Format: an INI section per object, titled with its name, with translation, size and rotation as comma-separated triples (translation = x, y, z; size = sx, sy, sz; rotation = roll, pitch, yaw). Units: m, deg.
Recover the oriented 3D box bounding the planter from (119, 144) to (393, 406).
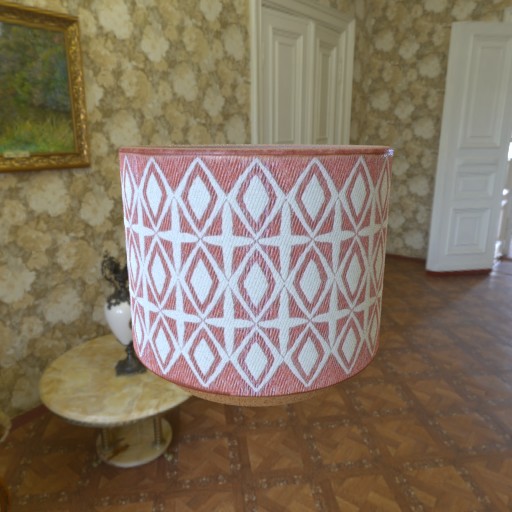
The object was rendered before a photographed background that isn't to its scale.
[planter]
translation = 0.000, 0.000, 0.490
size = 0.273, 0.237, 0.273
rotation = 0, 15, 0
